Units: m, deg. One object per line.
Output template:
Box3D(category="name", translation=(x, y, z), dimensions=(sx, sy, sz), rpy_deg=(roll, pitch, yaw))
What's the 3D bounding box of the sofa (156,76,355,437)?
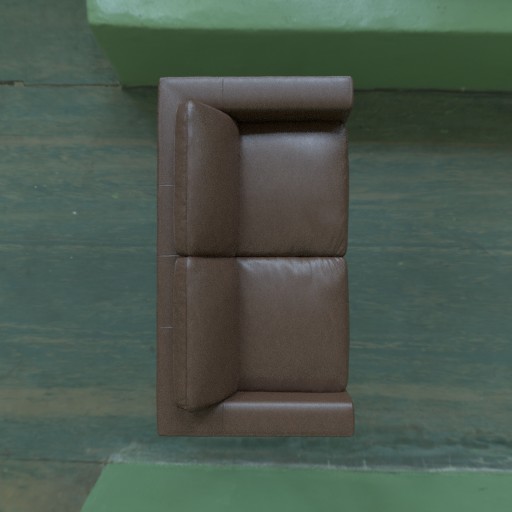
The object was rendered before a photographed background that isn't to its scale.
Box3D(category="sofa", translation=(0.000, 0.000, 2.502), dimensions=(1.070, 0.800, 1.920), rpy_deg=(0, 89, 1))
